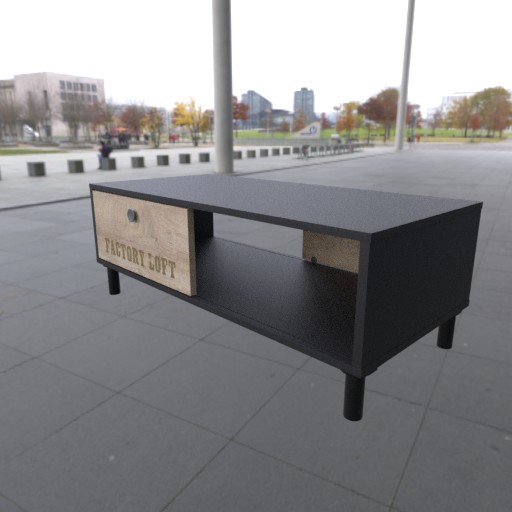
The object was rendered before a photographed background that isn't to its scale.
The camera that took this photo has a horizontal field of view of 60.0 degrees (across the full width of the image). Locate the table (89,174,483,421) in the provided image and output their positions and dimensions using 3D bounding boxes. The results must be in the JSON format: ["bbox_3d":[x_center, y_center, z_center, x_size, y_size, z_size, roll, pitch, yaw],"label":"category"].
[{"bbox_3d":[0.000,0.000,1.371,0.550,0.400,1.100,-15,21,-42],"label":"table"}]
